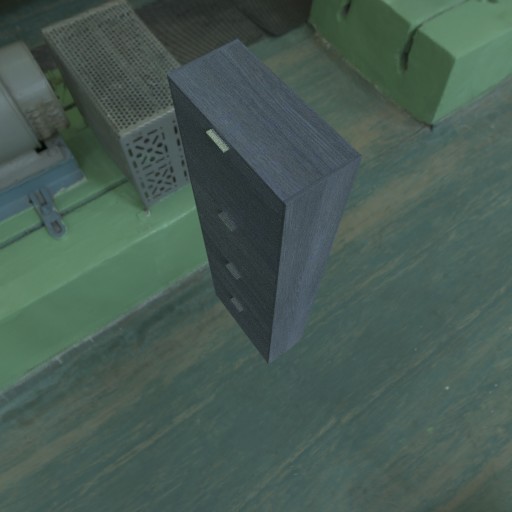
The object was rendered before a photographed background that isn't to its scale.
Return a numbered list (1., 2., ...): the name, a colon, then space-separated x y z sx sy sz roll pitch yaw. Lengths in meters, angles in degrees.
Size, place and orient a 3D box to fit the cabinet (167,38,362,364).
1. cabinet: 0.000 0.000 1.860 0.255 1.630 0.520 -34 68 -15
